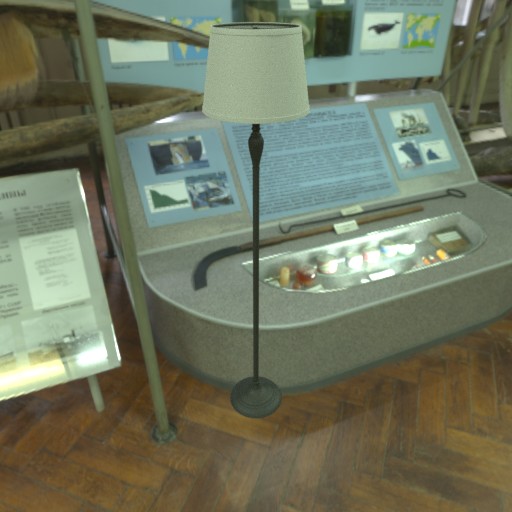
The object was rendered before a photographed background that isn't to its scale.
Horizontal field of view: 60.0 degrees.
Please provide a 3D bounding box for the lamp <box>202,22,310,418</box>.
[{"bbox_3d":[0.000,0.000,1.629,0.327,1.506,0.327,20,37,29],"label":"lamp"}]
